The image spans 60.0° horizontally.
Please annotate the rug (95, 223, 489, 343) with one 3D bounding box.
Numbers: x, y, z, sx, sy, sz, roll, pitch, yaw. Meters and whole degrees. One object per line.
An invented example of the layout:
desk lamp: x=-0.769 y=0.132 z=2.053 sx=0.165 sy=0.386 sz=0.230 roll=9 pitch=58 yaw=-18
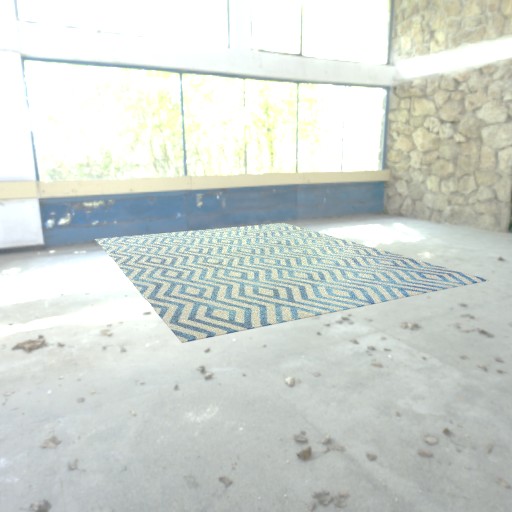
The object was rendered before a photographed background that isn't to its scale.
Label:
rug: x=0.000 y=0.000 z=4.160 sx=2.453 sy=0.008 sz=3.059 roll=-7 pitch=15 yaw=-27
